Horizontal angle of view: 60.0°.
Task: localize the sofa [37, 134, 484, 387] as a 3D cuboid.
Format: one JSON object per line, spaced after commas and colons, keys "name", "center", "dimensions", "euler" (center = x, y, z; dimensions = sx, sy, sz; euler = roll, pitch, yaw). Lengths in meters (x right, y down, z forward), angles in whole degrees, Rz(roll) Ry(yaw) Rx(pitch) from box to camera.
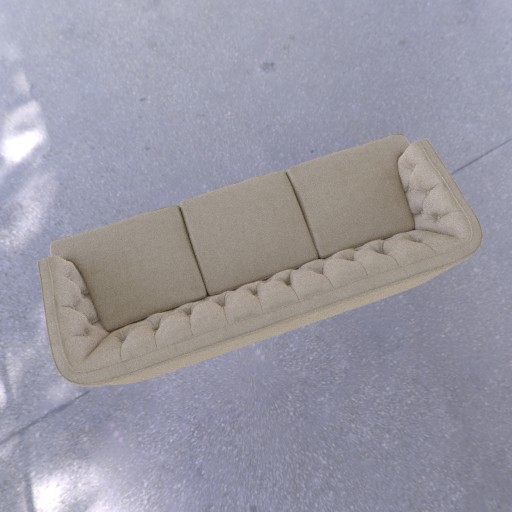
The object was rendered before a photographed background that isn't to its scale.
{"name": "sofa", "center": [0.000, 0.000, 2.580], "dimensions": [2.235, 0.788, 0.913], "euler": [-18, 76, -5]}
